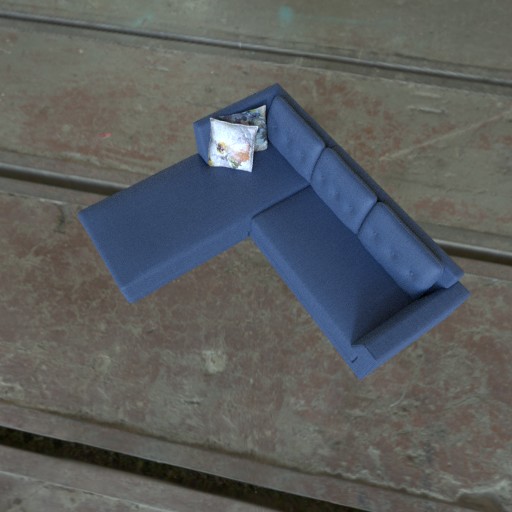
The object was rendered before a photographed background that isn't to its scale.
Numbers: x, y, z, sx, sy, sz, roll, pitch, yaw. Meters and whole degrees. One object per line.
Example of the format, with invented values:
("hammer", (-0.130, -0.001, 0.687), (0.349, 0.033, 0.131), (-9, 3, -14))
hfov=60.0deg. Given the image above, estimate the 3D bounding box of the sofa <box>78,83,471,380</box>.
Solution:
("sofa", (0.000, 0.000, 3.119), (1.829, 0.787, 2.120), (-30, 66, -15))
